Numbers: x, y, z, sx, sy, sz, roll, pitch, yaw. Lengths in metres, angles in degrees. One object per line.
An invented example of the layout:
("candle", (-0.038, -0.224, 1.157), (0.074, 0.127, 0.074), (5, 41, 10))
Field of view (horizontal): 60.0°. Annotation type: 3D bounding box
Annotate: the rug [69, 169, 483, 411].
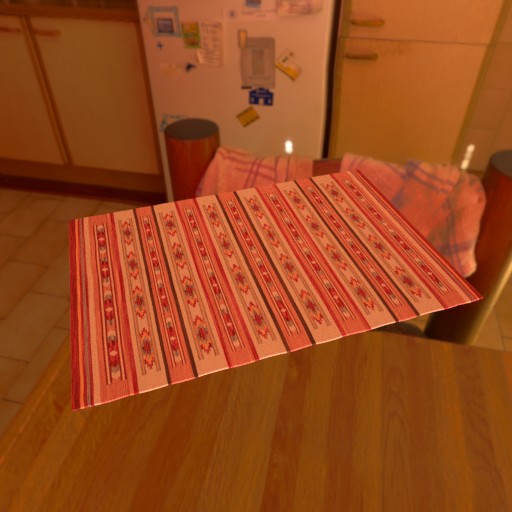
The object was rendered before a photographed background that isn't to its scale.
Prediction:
("rug", (0.000, 0.000, 2.269), (1.817, 0.008, 1.223), (-12, 43, -13))
